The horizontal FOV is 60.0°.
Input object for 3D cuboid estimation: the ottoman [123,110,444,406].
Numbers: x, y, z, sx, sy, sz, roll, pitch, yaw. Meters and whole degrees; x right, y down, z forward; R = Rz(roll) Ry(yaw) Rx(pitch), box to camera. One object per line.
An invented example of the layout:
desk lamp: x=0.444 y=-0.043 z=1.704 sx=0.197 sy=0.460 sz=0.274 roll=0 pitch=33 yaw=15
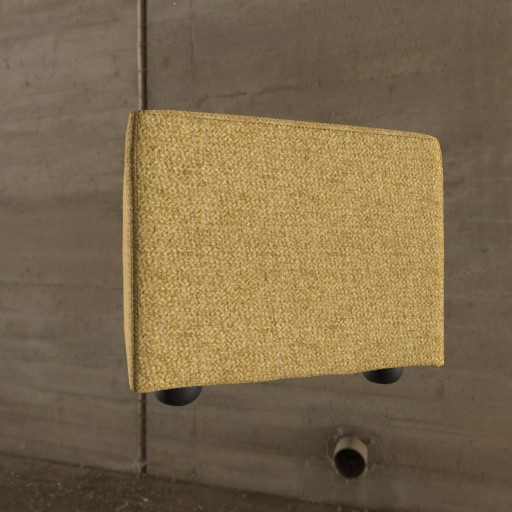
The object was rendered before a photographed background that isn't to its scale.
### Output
ottoman: x=0.000 y=0.000 z=0.891 sx=0.512 sy=0.441 sz=0.505 roll=0 pitch=1 yaw=-17
